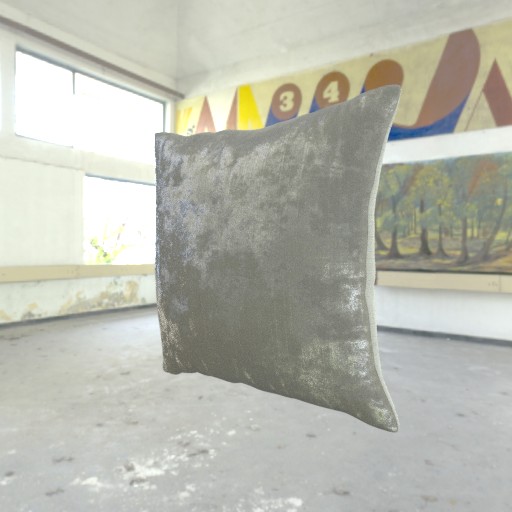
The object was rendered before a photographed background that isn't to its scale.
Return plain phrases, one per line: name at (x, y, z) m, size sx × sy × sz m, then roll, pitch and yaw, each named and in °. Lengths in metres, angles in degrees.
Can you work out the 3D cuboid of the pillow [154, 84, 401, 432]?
pillow at (0.000, 0.000, 0.719) m, size 0.470 × 0.464 × 0.175 m, roll 1°, pitch 1°, yaw 36°
